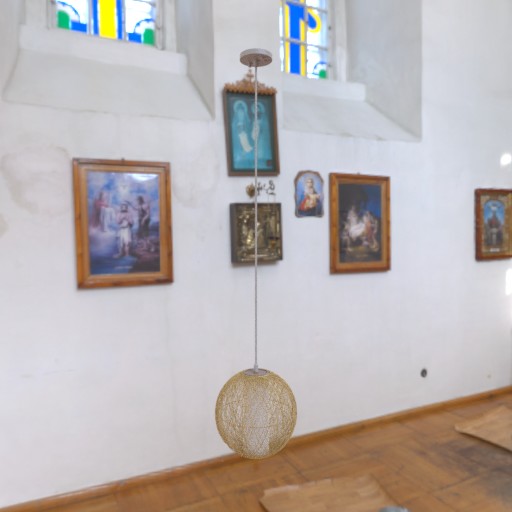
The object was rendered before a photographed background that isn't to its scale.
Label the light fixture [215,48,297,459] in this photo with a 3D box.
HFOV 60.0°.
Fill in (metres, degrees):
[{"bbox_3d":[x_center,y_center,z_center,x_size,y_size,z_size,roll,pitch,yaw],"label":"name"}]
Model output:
[{"bbox_3d":[0.000,0.000,2.186,0.407,1.955,0.406,0,1,19],"label":"light fixture"}]
